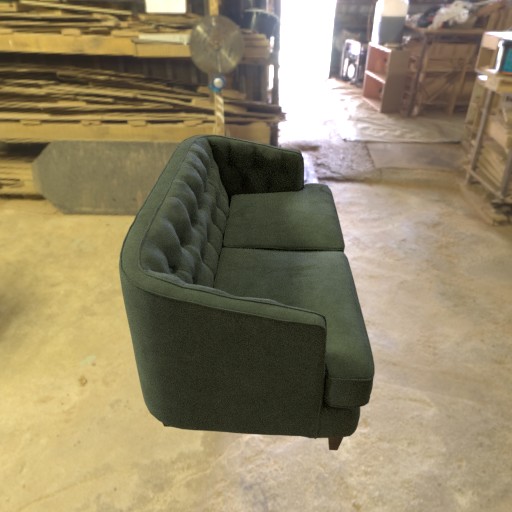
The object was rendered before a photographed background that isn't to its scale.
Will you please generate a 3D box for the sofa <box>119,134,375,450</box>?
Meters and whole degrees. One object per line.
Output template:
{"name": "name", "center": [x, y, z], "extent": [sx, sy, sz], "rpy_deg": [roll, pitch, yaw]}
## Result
{"name": "sofa", "center": [0.000, 0.000, 2.291], "extent": [0.941, 0.855, 1.733], "rpy_deg": [1, 32, 2]}
